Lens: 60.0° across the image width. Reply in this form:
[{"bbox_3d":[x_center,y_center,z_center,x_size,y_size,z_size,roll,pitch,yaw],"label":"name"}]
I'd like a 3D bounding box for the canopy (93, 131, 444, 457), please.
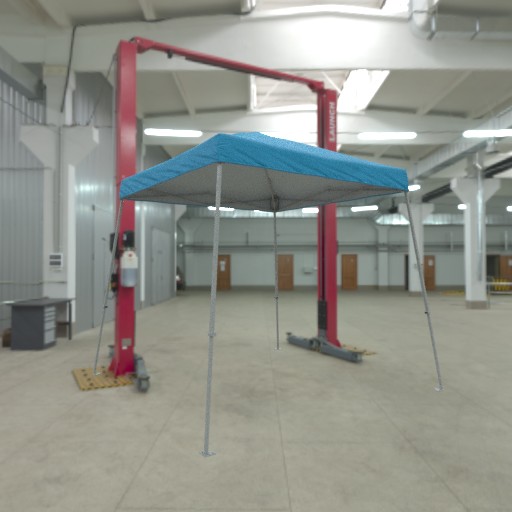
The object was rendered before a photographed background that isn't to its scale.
[{"bbox_3d":[0.000,0.000,6.388,3.599,3.600,3.600,1,-1,-35],"label":"canopy"}]
